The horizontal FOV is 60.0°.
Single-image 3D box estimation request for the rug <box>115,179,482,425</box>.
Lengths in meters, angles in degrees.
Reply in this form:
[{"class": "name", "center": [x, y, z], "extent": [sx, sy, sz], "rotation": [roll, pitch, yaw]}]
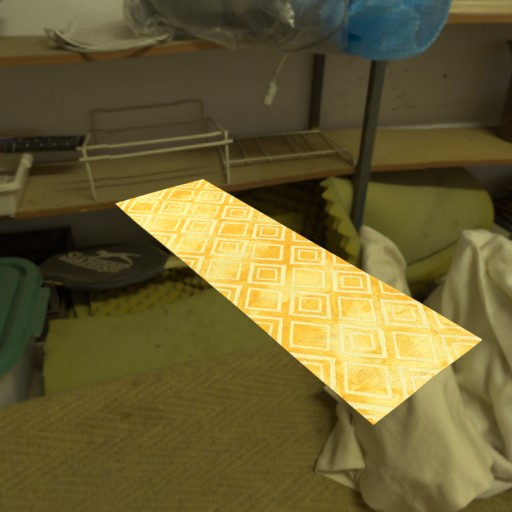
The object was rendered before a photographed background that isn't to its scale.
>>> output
[{"class": "rug", "center": [0.000, 0.000, 2.672], "extent": [0.775, 0.010, 2.438], "rotation": [-22, 38, -31]}]
